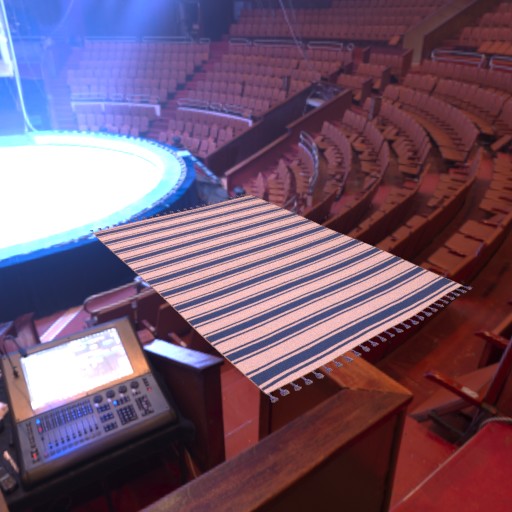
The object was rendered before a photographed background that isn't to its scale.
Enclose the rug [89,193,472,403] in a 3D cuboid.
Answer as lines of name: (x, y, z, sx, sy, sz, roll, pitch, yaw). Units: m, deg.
rug: (0.000, 0.000, 3.051, 1.544, 0.010, 2.315, -18, 31, -33)
